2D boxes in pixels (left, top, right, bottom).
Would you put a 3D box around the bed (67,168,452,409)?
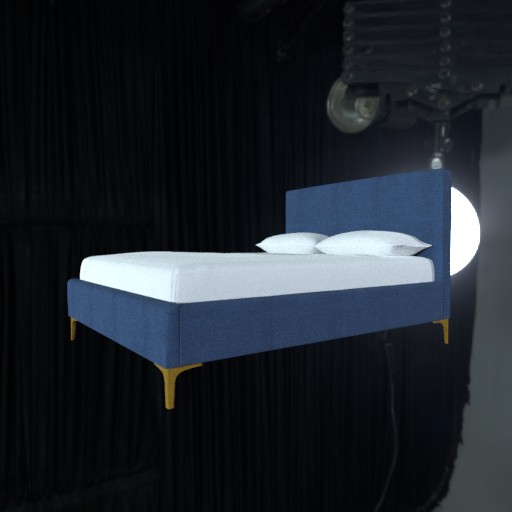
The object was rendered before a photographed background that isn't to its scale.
[{"bbox_3d":[0.000,0.000,3.172,2.172,1.231,1.723,-1,2,-36],"label":"bed"}]
